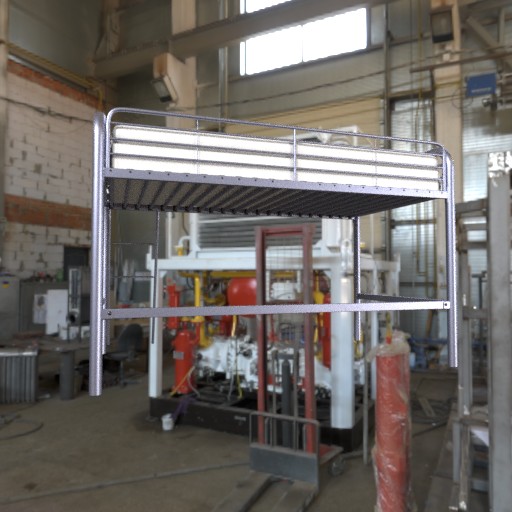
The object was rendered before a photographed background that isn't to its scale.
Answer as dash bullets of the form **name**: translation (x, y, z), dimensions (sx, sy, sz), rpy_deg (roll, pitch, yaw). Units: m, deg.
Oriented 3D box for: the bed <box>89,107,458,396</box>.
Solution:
- **bed**: translation (0.000, 0.000, 2.901), dimensions (1.965, 1.288, 1.415), rpy_deg (1, -2, -18)
